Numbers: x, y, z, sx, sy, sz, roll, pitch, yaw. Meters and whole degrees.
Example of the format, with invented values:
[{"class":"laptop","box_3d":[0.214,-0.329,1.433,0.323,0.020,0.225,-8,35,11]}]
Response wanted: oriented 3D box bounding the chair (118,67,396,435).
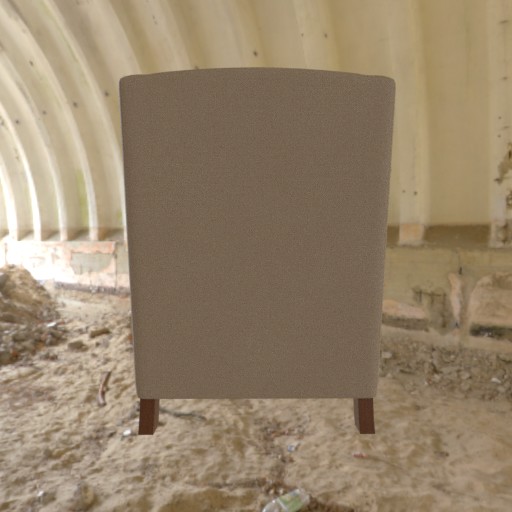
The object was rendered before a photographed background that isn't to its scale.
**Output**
[{"class":"chair","box_3d":[0.000,0.000,1.562,0.715,1.010,0.863,0,2,-1]}]
